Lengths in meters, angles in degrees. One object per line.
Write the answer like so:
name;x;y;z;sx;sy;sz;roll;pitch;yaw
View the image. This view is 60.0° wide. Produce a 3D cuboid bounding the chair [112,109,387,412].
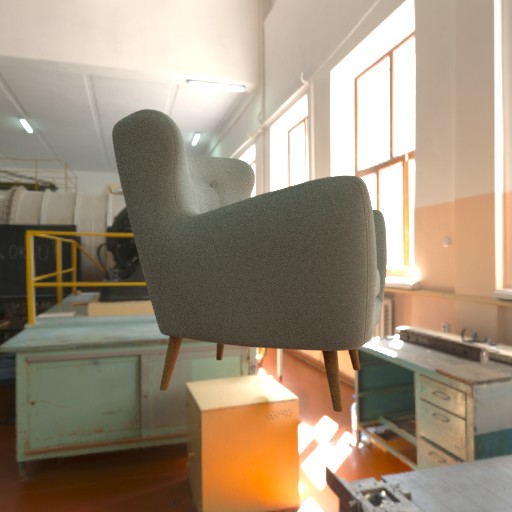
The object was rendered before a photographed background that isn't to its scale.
chair;0.000;0.000;1.614;0.889;0.889;0.890;0;0;19
